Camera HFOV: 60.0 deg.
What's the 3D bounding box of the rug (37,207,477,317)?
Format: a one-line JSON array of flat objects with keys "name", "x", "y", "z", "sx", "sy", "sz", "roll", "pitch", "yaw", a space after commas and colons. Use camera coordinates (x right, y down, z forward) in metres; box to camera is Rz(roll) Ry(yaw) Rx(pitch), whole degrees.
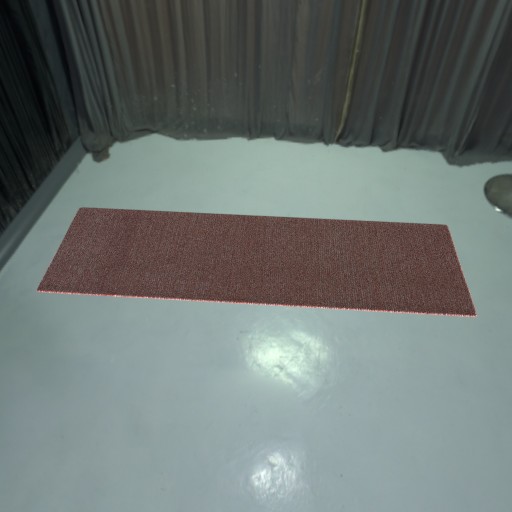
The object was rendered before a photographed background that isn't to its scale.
[{"name": "rug", "x": 0.000, "y": 0.000, "z": 2.541, "sx": 2.307, "sy": 0.012, "sz": 0.687, "roll": 3, "pitch": 47, "yaw": 3}]
